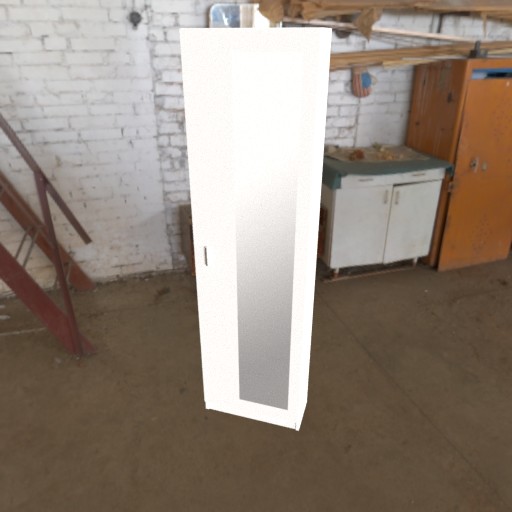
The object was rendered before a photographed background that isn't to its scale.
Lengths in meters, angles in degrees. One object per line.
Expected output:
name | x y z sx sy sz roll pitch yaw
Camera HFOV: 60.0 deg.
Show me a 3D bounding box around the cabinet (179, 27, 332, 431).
cabinet | 0.000 0.000 1.959 0.500 1.790 0.230 8 27 15
